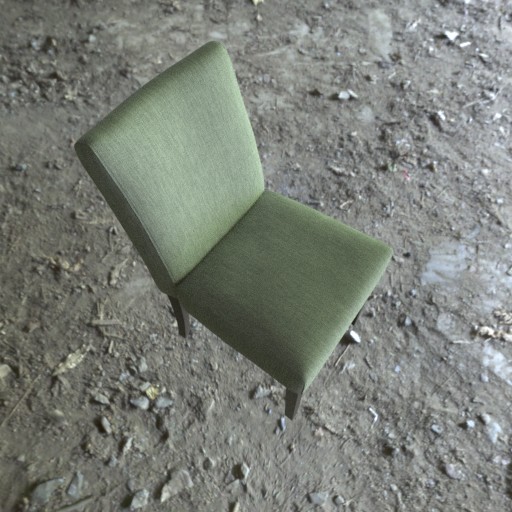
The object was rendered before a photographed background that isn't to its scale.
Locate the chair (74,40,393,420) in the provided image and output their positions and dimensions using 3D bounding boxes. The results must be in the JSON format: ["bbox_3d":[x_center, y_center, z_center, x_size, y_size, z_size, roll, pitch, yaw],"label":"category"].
[{"bbox_3d":[0.000,0.000,1.250,0.629,0.884,0.487,32,63,18],"label":"chair"}]
